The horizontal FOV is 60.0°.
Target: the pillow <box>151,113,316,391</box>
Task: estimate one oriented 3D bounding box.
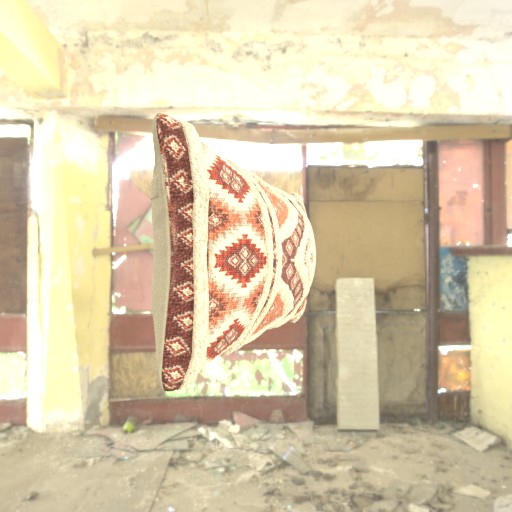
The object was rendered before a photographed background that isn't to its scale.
[{"bbox_3d":[0.000,0.000,0.725,0.161,0.295,0.608,0,-1,18],"label":"pillow"}]
